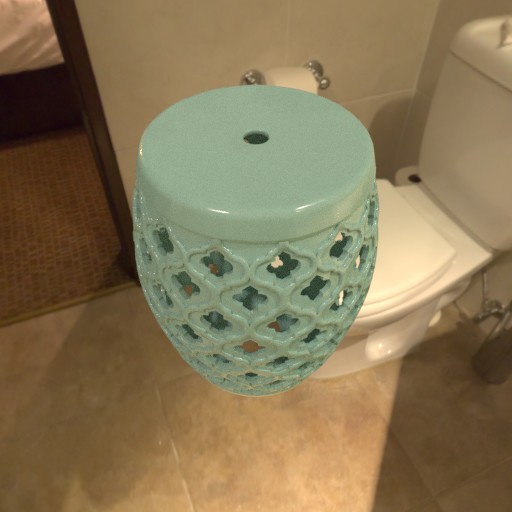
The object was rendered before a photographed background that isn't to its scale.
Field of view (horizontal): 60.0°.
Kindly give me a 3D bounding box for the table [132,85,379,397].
[{"bbox_3d":[0.000,0.000,0.633,0.325,0.388,0.325,0,47,0],"label":"table"}]
